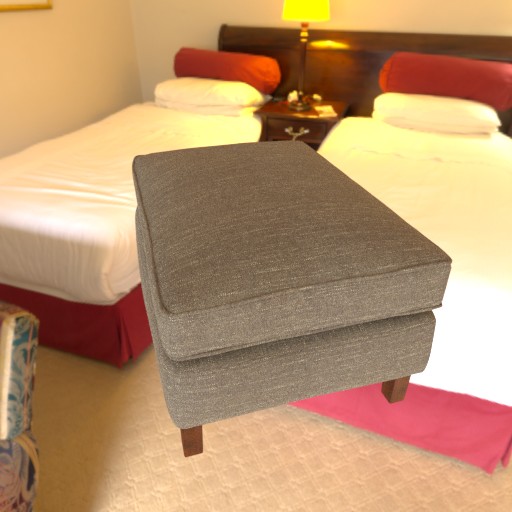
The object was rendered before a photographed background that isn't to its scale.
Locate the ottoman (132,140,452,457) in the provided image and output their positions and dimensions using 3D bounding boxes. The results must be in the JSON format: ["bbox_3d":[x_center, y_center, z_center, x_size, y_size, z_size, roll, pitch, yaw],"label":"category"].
[{"bbox_3d":[0.000,0.000,0.989,0.508,0.406,0.686,-9,33,-14],"label":"ottoman"}]
